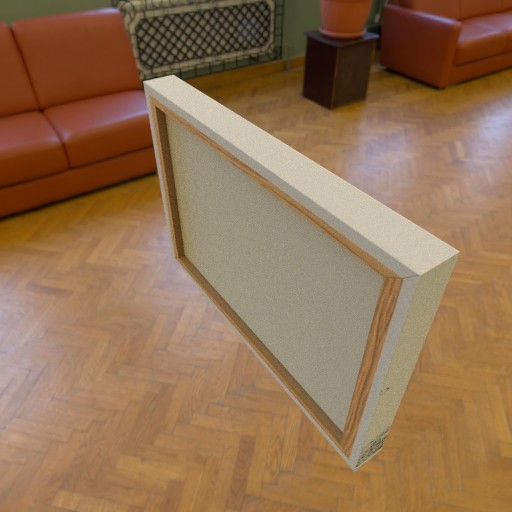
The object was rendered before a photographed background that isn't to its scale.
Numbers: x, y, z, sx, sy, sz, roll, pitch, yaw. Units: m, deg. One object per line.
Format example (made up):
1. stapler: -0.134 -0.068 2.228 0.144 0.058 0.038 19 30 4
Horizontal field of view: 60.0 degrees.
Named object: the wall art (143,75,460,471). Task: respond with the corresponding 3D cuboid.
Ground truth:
1. wall art: 0.000 0.000 0.465 0.038 0.259 0.381 -25 47 -26
